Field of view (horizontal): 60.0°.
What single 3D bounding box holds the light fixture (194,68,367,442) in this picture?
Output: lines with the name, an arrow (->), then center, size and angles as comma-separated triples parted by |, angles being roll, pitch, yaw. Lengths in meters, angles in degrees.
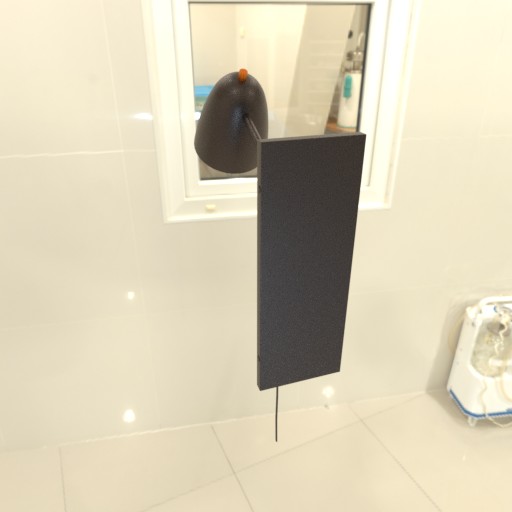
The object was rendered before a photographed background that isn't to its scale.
light fixture -> 0.000, 0.000, 0.929 | 0.162, 0.715, 0.499 | -9, 28, -16
